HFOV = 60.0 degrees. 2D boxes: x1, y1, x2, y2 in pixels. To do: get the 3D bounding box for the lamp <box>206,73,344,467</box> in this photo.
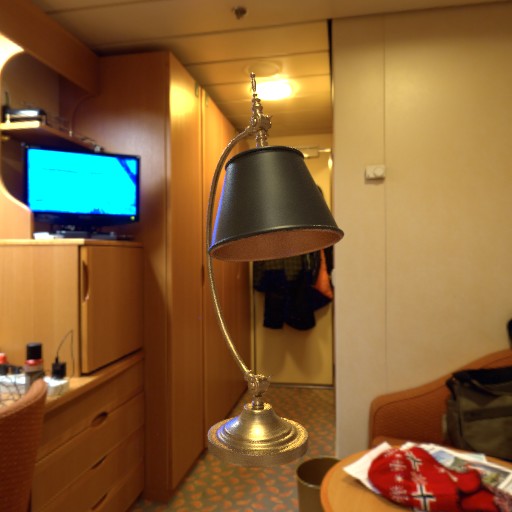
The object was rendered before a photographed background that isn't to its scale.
[{"bbox_3d":[0.000,0.000,0.809,0.235,0.675,0.344,0,0,-36],"label":"lamp"}]
